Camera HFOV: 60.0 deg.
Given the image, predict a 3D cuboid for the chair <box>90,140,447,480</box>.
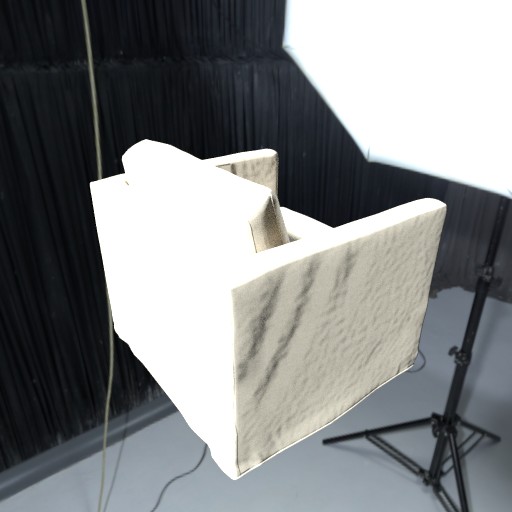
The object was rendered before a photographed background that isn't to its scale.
[{"bbox_3d":[0.000,0.000,1.779,0.949,0.867,1.057,-18,32,-32],"label":"chair"}]
